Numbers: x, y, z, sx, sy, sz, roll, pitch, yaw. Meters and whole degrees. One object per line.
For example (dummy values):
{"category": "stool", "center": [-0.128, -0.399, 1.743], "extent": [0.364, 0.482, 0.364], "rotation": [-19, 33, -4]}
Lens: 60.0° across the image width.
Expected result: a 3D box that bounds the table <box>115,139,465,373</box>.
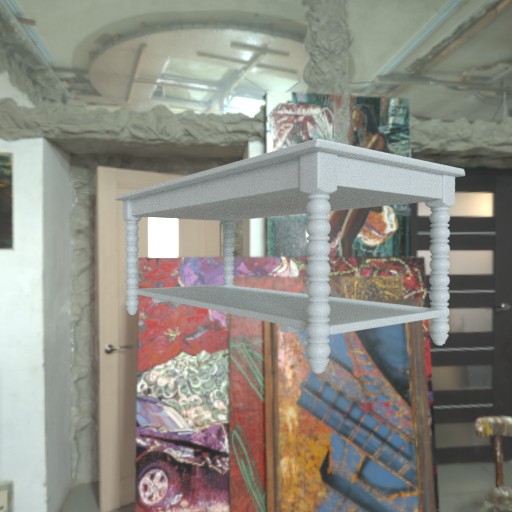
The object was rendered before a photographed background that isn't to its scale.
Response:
{"category": "table", "center": [0.000, 0.000, 1.522], "extent": [0.580, 0.487, 1.171], "rotation": [-1, 1, -37]}
